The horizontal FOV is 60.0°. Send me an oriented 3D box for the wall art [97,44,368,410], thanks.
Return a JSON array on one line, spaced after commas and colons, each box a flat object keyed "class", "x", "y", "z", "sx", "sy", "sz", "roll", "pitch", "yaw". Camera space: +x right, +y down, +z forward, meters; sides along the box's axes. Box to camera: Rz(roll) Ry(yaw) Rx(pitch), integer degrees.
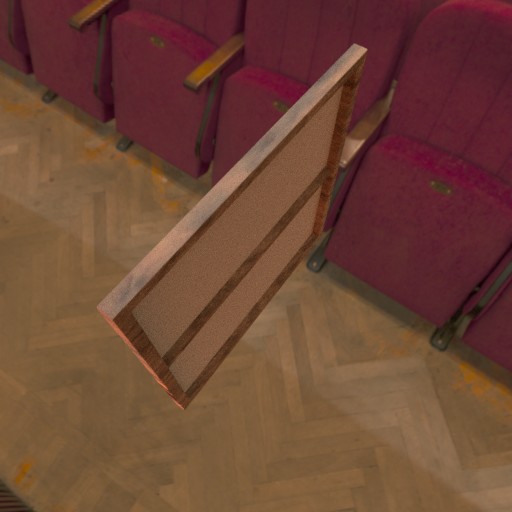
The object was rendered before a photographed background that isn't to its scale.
[{"class": "wall art", "x": 0.000, "y": 0.000, "z": 1.116, "sx": 0.035, "sy": 0.747, "sz": 0.747, "roll": 33, "pitch": 66, "yaw": 17}]
